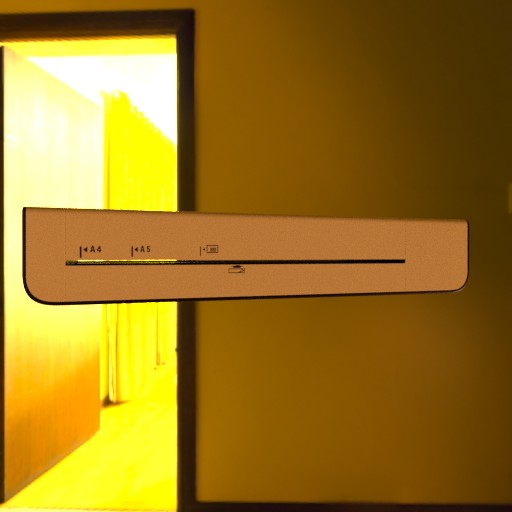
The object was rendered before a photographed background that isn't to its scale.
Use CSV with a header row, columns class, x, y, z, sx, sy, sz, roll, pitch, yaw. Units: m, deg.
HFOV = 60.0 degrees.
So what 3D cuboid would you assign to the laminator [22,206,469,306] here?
class,x,y,z,sx,sy,sz,roll,pitch,yaw
laminator,0.000,0.000,0.381,0.340,0.062,0.123,0,0,-18
